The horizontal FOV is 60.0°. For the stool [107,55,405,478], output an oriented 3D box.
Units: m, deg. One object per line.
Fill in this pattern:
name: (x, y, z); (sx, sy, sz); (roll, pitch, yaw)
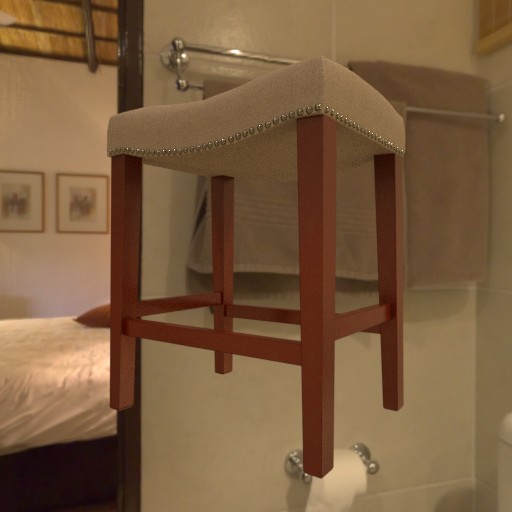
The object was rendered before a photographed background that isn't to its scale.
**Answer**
stool: (0.000, 0.000, 0.922); (0.509, 0.632, 0.375); (0, 1, 36)
